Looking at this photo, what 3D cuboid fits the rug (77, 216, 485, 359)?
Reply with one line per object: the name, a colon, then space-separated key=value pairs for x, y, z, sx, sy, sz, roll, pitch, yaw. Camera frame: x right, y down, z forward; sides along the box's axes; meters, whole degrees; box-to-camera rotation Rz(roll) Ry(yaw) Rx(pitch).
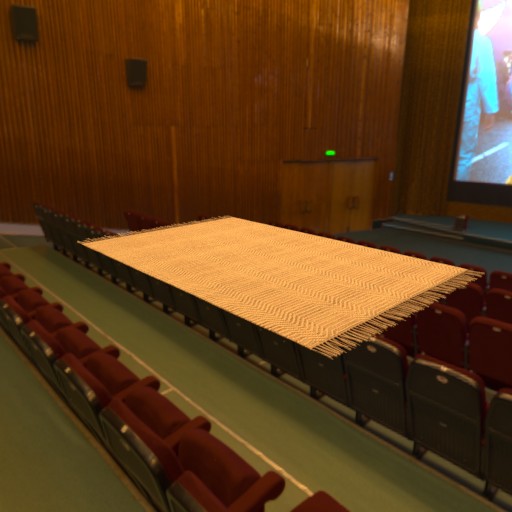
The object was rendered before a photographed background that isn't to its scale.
rug: x=0.000 y=0.000 z=2.484 sx=1.224 sy=0.027 sz=2.021 roll=-15 pitch=22 yaw=-41
